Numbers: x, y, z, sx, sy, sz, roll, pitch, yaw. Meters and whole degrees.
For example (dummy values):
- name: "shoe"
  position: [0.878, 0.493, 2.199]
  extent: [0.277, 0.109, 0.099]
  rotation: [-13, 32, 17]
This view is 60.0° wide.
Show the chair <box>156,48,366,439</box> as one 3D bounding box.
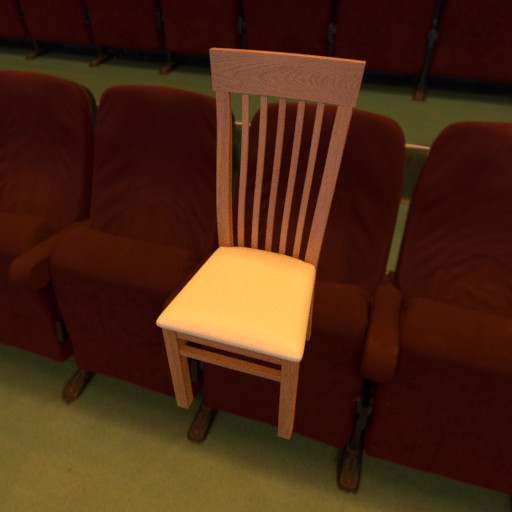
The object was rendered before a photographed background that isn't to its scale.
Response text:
- name: "chair"
  position: [0.000, 0.000, 1.385]
  extent: [0.450, 1.050, 0.580]
  rotation: [12, 41, 14]
